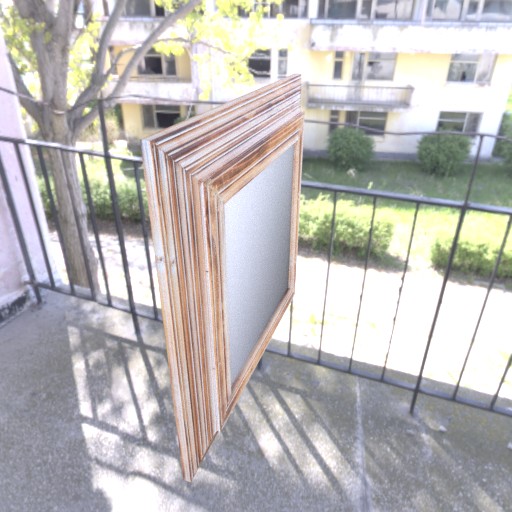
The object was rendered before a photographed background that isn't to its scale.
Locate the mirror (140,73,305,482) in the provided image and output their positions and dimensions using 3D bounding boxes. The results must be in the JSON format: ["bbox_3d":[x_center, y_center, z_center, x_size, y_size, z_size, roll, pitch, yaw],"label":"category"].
[{"bbox_3d":[0.000,0.000,1.170,0.061,0.804,0.804,11,31,18],"label":"mirror"}]
